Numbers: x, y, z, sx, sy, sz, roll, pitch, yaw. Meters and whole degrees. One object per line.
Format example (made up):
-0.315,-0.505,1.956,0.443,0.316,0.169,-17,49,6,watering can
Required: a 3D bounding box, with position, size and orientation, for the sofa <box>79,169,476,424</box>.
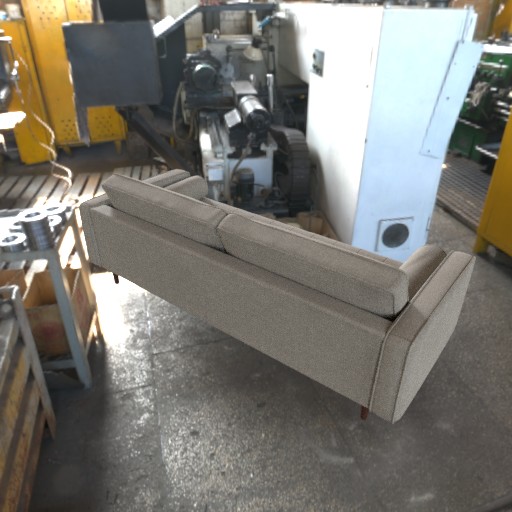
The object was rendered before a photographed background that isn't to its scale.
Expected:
0.000,0.000,2.636,2.211,0.762,0.914,21,36,32,sofa
